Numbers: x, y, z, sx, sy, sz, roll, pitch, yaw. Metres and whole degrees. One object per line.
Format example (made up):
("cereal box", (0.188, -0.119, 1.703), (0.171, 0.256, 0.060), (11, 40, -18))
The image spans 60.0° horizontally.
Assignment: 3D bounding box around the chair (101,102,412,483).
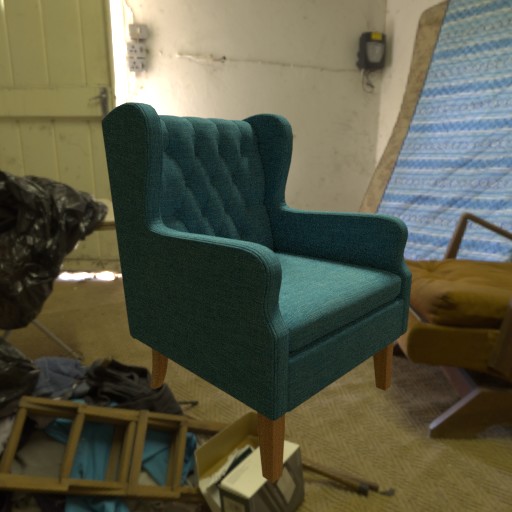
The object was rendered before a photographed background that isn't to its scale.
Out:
("chair", (0.000, 0.000, 1.467), (0.775, 0.952, 0.711), (12, 18, 41))
